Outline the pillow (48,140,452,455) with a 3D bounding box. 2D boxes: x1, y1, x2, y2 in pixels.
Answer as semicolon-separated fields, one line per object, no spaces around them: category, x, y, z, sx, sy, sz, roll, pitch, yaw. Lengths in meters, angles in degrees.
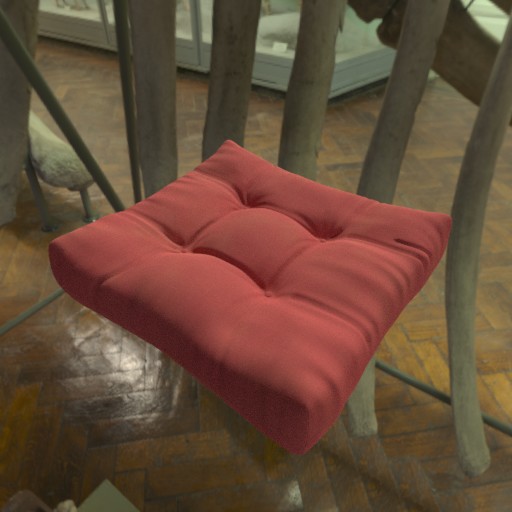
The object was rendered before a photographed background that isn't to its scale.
pillow;0.000;0.000;0.727;0.490;0.128;0.468;25;46;27
